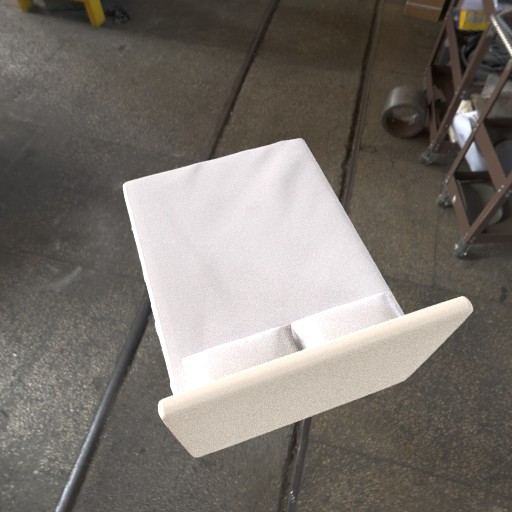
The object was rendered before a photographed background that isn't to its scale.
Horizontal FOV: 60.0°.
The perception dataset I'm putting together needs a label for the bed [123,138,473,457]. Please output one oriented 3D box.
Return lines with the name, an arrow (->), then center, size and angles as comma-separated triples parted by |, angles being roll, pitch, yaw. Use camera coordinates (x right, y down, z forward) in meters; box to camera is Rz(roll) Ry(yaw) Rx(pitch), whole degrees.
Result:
bed -> 0.000, 0.000, 3.191 | 1.713, 1.330, 2.142 | -17, 60, -10
